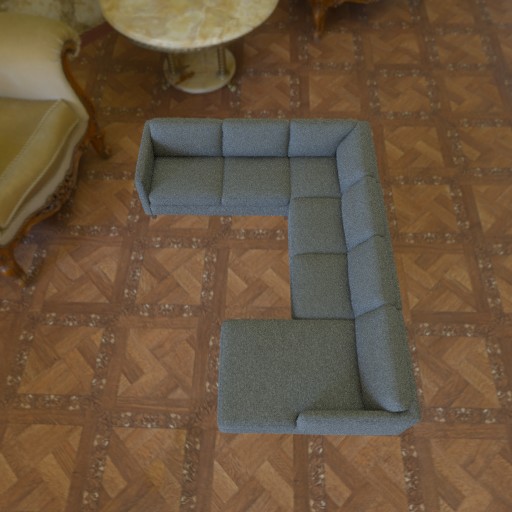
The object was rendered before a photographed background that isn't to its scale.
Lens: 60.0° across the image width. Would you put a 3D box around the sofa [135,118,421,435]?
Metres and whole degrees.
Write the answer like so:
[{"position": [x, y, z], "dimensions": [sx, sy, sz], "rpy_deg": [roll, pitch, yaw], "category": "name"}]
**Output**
[{"position": [0.000, 0.000, 4.371], "dimensions": [2.551, 0.853, 3.238], "rpy_deg": [0, 59, 0], "category": "sofa"}]
